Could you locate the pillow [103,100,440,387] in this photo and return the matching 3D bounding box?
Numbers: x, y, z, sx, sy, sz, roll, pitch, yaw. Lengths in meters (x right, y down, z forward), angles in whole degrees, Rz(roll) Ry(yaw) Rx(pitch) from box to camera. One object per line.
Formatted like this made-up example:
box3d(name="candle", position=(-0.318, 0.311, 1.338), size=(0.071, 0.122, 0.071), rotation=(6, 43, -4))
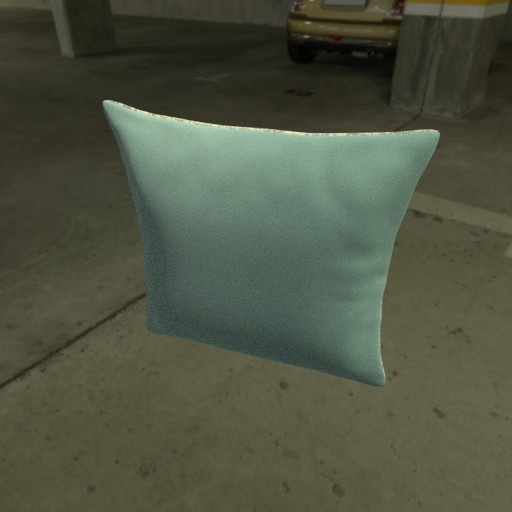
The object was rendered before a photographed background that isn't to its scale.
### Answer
box3d(name="pillow", position=(0.000, 0.000, 0.797), size=(0.526, 0.507, 0.166), rotation=(10, 34, 15))
